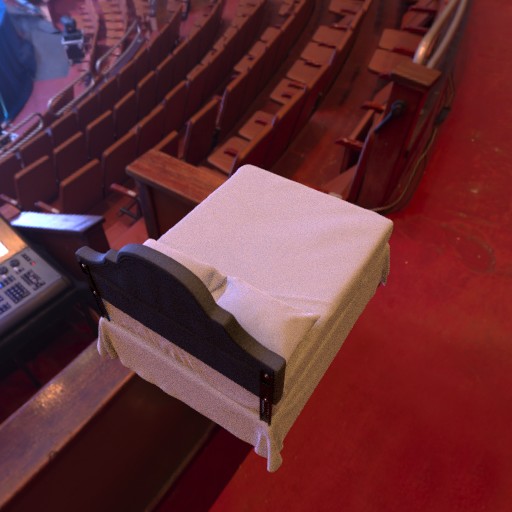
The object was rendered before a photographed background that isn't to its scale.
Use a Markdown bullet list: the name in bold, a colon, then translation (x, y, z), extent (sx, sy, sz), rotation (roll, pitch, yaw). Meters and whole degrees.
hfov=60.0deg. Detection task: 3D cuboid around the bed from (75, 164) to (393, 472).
- **bed**: translation (0.000, 0.000, 3.481), extent (1.780, 1.634, 2.222), rotation (26, 52, 22)
